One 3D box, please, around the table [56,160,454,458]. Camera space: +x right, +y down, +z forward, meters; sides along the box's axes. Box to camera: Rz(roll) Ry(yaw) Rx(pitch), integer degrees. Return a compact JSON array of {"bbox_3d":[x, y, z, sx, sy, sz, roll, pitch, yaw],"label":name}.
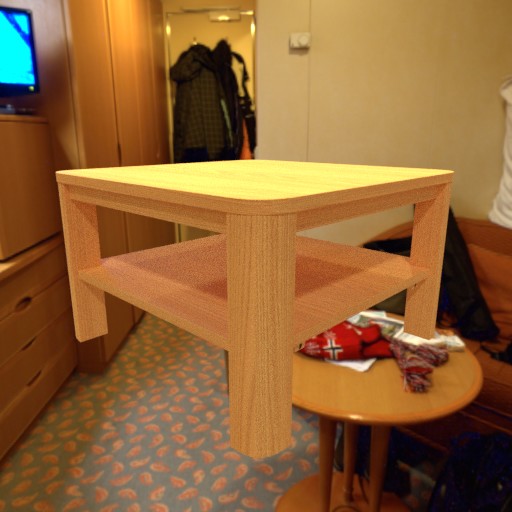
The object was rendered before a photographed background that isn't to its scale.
[{"bbox_3d":[0.000,0.000,1.192,0.750,0.450,0.750,14,21,42],"label":"table"}]
